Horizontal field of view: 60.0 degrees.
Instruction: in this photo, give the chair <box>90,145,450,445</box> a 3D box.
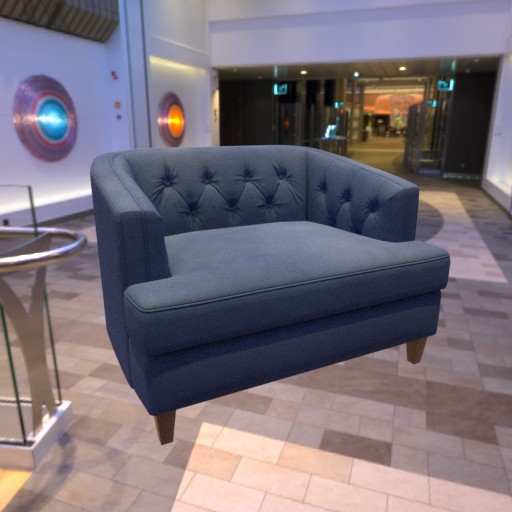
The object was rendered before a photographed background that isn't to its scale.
[{"bbox_3d":[0.000,0.000,1.716,1.118,0.787,0.914,-8,18,-26],"label":"chair"}]
